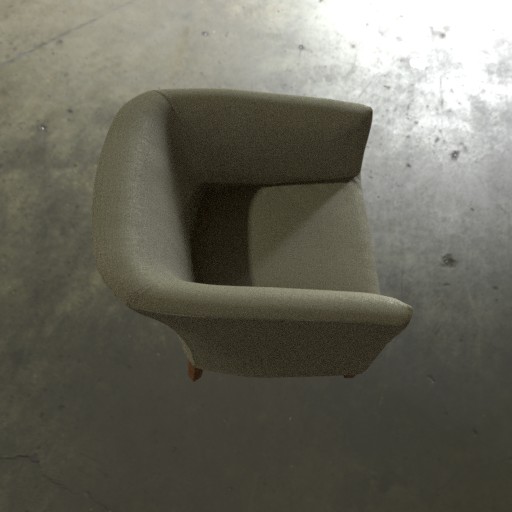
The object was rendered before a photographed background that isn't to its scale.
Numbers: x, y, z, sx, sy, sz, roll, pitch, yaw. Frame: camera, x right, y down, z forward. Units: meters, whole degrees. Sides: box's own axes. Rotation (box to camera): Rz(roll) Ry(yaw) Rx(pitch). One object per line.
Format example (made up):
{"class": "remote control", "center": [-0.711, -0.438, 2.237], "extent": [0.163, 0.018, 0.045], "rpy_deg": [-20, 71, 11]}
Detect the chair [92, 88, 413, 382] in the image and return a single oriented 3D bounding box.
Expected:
{"class": "chair", "center": [0.000, 0.000, 1.257], "extent": [0.668, 0.771, 0.600], "rpy_deg": [-2, 63, -1]}
